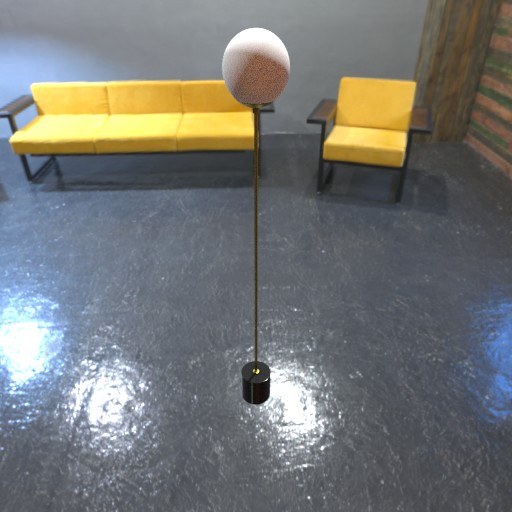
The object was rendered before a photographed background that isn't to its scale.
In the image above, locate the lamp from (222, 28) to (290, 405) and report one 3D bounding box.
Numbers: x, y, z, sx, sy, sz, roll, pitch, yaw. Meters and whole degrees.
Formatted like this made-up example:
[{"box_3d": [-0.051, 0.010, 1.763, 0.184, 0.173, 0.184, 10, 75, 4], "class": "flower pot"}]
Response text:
[{"box_3d": [0.000, 0.000, 1.903, 0.229, 1.748, 0.229, 0, 33, 1], "class": "lamp"}]
